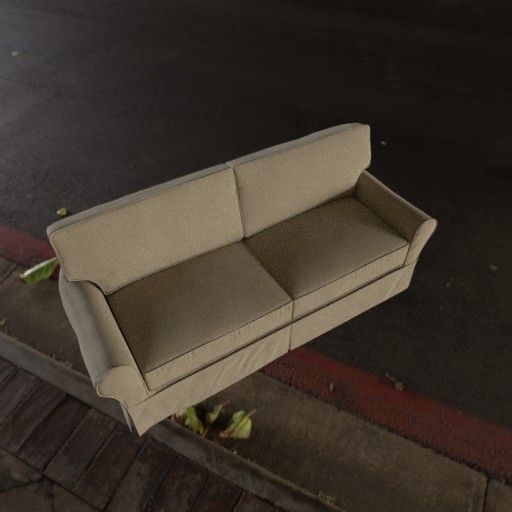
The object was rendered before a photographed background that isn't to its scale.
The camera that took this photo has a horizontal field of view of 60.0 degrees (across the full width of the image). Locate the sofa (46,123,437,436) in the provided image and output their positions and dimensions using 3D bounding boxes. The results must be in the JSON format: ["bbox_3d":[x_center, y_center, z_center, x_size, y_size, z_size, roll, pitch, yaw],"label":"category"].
[{"bbox_3d":[0.000,0.000,2.752,2.246,1.014,0.900,-23,50,-21],"label":"sofa"}]
